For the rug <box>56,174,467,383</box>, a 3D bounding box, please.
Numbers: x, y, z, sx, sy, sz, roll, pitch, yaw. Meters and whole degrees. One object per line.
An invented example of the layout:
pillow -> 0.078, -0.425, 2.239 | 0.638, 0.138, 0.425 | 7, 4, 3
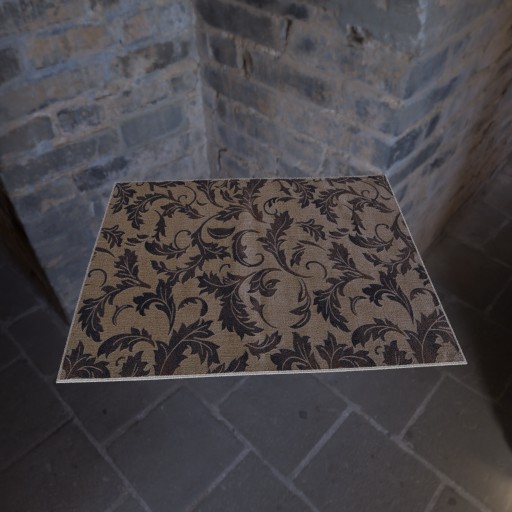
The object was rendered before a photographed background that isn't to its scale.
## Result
rug -> 0.000, 0.000, 4.008 | 2.977, 0.008, 2.380 | -2, 46, -2
